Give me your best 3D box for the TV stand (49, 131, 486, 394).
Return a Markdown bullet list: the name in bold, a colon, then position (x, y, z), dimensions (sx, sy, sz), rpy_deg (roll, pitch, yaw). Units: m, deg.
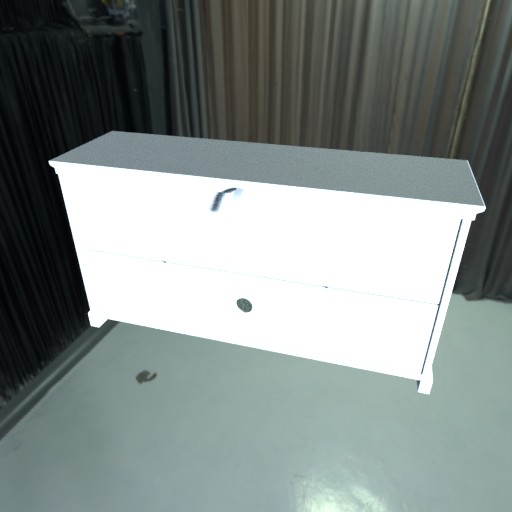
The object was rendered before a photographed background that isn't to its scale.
- **TV stand**: position (0.000, 0.000, 1.442), dimensions (1.187, 0.624, 0.424), rpy_deg (8, 32, 14)
